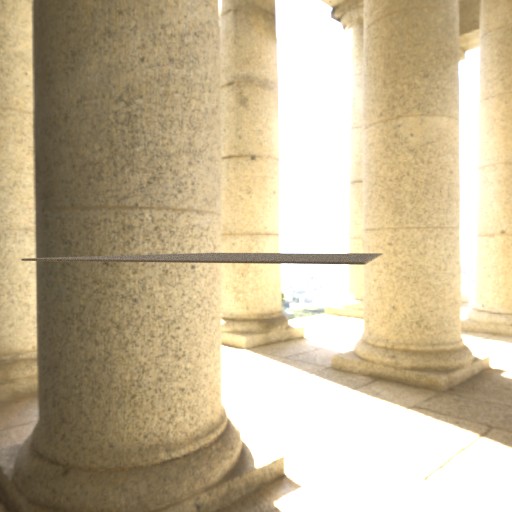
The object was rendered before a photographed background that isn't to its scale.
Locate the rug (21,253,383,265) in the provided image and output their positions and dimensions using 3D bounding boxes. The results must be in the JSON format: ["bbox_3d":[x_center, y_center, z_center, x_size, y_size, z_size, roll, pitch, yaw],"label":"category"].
[{"bbox_3d":[0.000,0.000,2.869,1.524,0.011,2.286,0,1,17],"label":"rug"}]
